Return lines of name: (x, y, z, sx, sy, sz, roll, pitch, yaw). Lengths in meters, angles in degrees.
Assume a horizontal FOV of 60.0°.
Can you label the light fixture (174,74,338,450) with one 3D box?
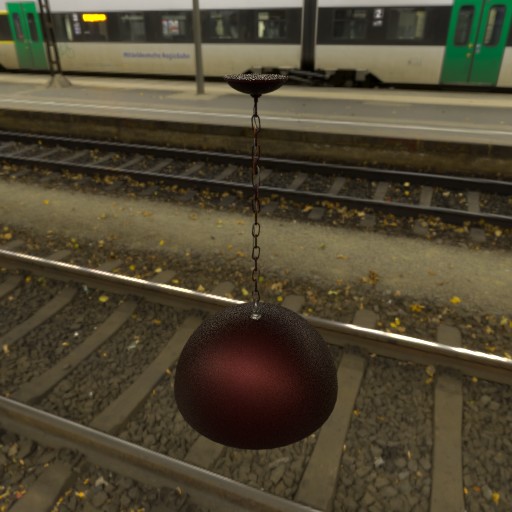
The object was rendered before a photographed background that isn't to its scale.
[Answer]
light fixture: (0.000, 0.000, 1.155, 0.492, 0.869, 0.492, 0, 27, 0)
